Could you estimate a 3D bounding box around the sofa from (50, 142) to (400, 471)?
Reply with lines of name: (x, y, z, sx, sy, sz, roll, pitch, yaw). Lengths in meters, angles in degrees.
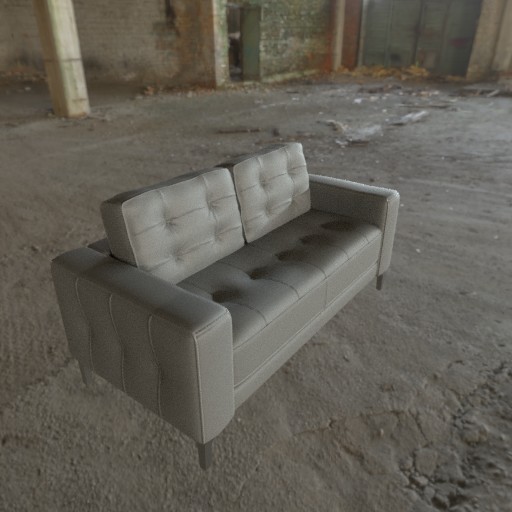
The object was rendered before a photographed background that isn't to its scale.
sofa: (0.000, 0.000, 2.236, 0.833, 0.893, 1.726, 19, 32, 32)
